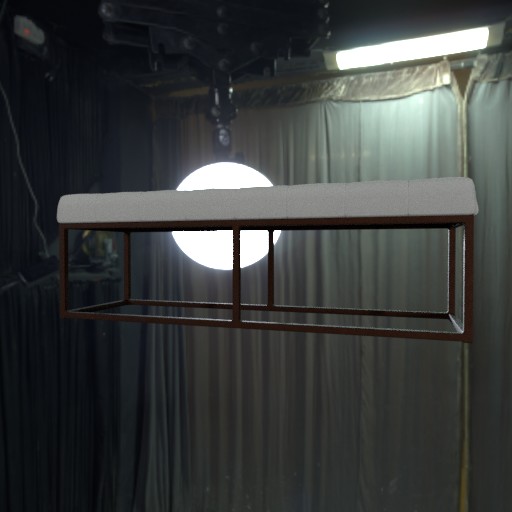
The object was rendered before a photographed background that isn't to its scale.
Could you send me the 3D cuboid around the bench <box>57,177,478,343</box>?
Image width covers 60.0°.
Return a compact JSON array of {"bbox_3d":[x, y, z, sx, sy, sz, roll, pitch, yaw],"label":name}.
[{"bbox_3d":[0.000,0.000,1.711,1.488,0.488,0.479,0,1,18],"label":"bench"}]
